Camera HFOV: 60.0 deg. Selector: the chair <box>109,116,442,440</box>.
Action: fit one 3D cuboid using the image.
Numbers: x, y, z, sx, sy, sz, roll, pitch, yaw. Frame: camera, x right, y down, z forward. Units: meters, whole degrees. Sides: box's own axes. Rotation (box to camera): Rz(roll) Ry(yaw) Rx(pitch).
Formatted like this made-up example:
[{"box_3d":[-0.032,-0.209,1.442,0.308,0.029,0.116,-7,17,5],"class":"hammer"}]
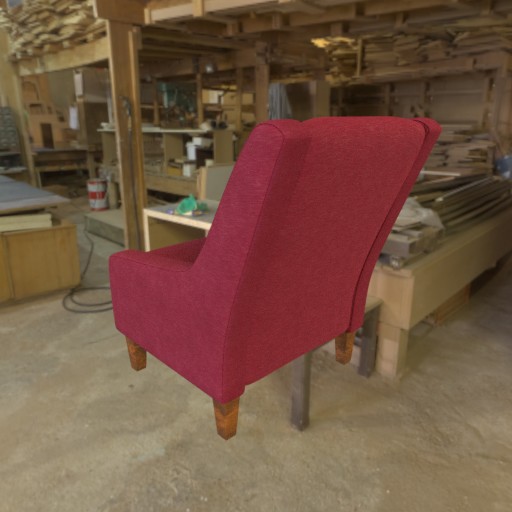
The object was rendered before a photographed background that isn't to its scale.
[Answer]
[{"box_3d":[0.000,0.000,1.687,0.793,1.017,0.985,-16,24,-42],"class":"chair"}]
